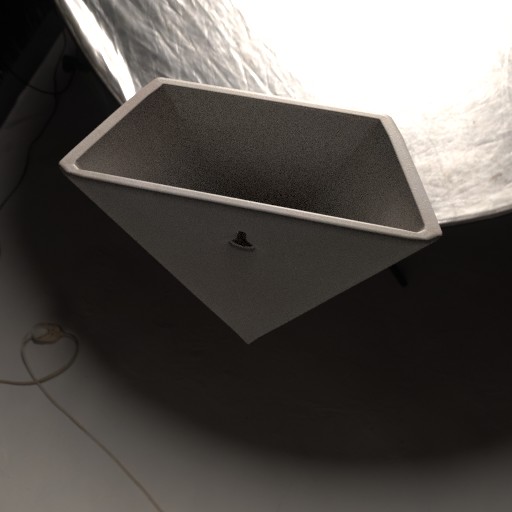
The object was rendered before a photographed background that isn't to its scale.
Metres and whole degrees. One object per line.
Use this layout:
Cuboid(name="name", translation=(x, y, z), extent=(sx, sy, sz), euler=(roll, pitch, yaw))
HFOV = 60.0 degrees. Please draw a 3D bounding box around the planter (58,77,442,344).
Cuboid(name="planter", translation=(0.000, 0.000, 0.267), extent=(0.150, 0.197, 0.060), euler=(11, 64, 6))
